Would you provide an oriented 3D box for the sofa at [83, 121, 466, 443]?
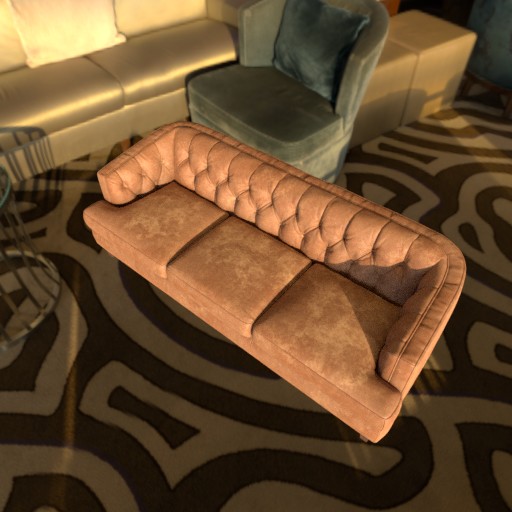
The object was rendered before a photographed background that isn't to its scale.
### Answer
[{"bbox_3d":[0.000,0.000,2.698,2.257,0.791,0.922,31,54,26],"label":"sofa"}]
